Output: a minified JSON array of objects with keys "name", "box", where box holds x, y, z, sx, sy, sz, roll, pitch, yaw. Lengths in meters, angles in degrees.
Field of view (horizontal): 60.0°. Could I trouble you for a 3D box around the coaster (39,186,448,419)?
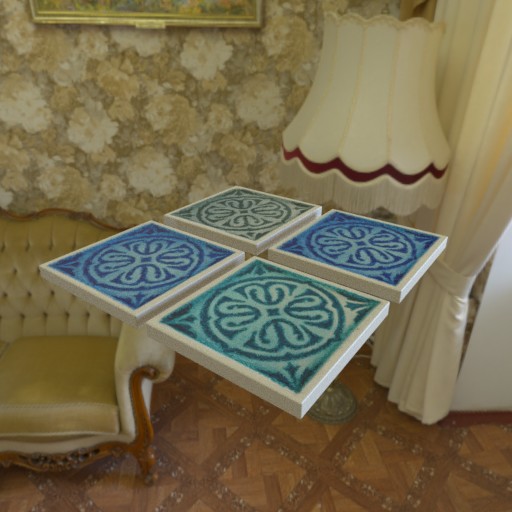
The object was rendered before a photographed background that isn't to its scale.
[{"name":"coaster","box":[0.000,0.000,0.330,0.214,0.010,0.219,19,33,32]}]
